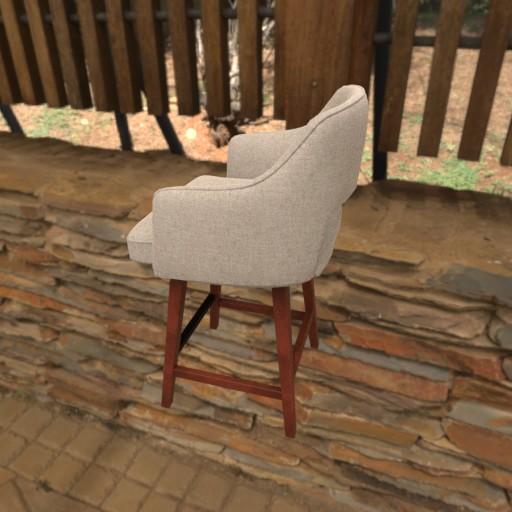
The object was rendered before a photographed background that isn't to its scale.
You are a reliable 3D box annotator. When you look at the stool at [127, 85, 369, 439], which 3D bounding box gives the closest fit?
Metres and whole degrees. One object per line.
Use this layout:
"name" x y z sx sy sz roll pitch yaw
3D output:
"stool" 0.000 0.000 1.323 0.558 0.944 0.599 8 29 14
